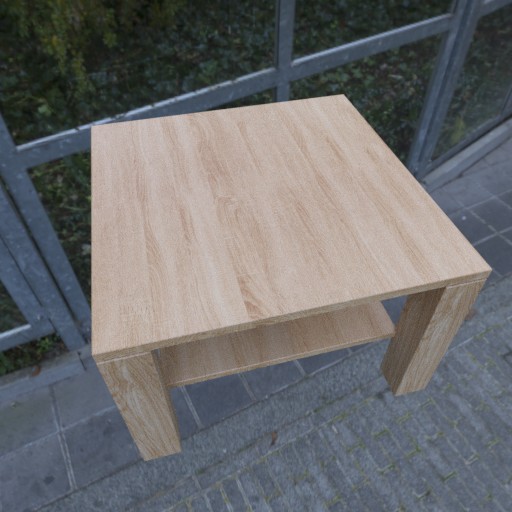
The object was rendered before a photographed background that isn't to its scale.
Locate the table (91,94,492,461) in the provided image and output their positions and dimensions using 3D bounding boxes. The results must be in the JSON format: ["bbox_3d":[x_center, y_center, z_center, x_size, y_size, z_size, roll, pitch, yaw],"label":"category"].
[{"bbox_3d":[0.000,0.000,1.133,0.700,0.450,0.700,-11,47,-10],"label":"table"}]
